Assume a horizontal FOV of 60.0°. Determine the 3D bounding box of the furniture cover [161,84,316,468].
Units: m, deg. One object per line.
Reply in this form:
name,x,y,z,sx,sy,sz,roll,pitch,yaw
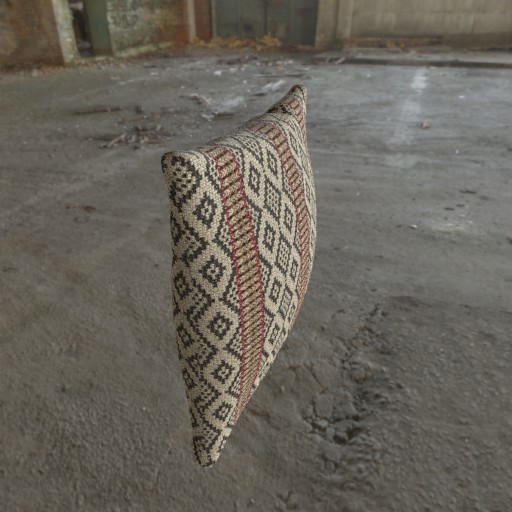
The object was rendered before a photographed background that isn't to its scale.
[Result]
furniture cover,0.000,0.000,0.779,0.182,0.506,0.503,10,31,17
